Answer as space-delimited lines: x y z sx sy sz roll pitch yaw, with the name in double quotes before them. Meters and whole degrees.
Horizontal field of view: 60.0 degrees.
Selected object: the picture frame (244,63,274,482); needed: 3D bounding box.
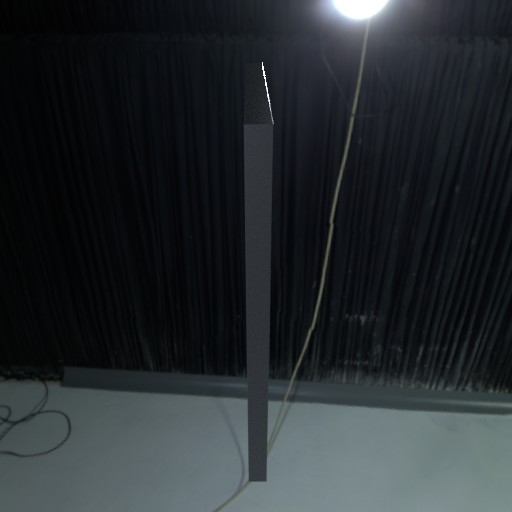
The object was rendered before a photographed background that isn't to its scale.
"picture frame" 0.000 0.000 0.759 0.028 0.556 0.460 0 30 -1
